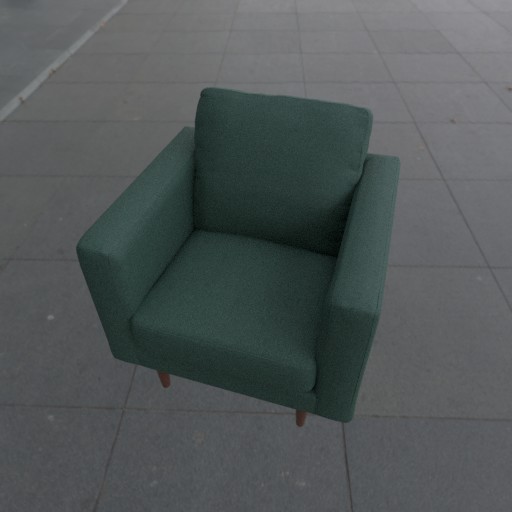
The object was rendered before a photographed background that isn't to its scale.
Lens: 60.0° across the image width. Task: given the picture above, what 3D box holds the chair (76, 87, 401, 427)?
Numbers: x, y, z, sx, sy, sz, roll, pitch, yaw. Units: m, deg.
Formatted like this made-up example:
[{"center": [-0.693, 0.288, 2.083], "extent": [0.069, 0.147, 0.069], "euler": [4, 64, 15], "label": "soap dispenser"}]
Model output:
[{"center": [0.000, 0.000, 1.550], "extent": [0.855, 0.927, 0.800], "euler": [12, 43, 13], "label": "chair"}]
